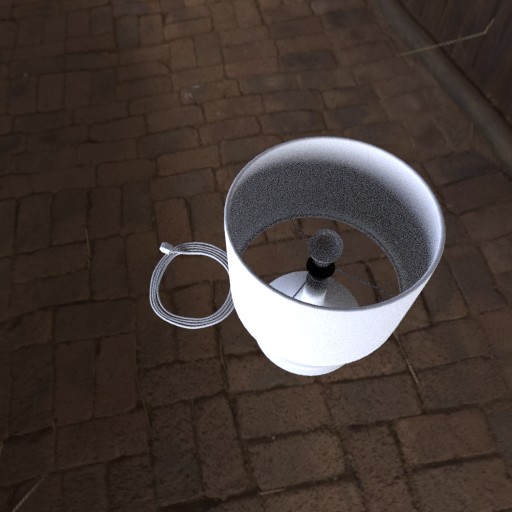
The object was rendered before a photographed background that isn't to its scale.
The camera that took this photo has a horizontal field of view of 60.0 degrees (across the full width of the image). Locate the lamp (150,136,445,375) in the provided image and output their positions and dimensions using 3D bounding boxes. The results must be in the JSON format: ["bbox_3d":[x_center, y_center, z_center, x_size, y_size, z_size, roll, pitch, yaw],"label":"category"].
[{"bbox_3d":[0.000,0.000,0.848,0.401,0.457,0.546,-30,63,-18],"label":"lamp"}]
